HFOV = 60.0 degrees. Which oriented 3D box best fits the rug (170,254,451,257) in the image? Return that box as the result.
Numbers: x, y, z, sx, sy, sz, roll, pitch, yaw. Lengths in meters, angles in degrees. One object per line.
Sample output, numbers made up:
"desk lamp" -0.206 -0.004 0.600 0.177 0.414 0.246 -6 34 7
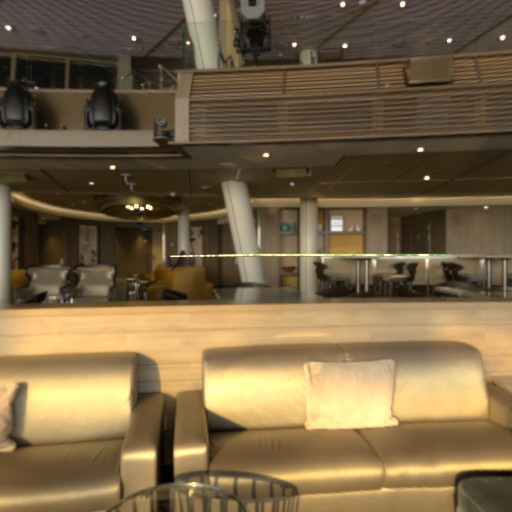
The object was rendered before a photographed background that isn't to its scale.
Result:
"rug" 0.000 0.000 2.692 0.761 0.006 2.438 0 0 -17
